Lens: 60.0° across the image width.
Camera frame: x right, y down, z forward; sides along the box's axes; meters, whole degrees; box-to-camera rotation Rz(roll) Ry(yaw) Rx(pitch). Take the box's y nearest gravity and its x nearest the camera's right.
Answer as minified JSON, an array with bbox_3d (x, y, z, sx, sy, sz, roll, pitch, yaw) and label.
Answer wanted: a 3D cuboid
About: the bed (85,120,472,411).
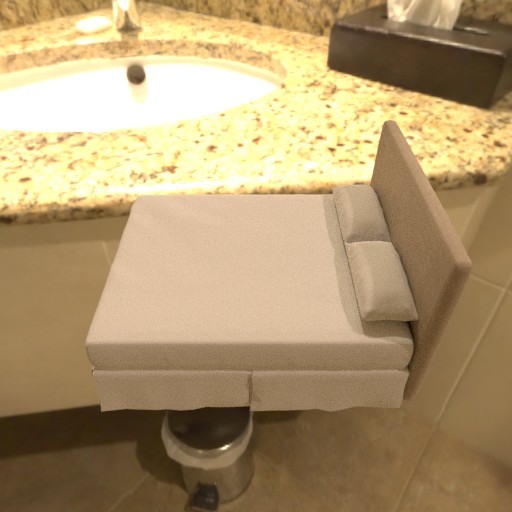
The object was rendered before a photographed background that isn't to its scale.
[{"bbox_3d":[0.000,0.000,3.186,2.162,1.330,1.713,0,42,0],"label":"bed"}]
